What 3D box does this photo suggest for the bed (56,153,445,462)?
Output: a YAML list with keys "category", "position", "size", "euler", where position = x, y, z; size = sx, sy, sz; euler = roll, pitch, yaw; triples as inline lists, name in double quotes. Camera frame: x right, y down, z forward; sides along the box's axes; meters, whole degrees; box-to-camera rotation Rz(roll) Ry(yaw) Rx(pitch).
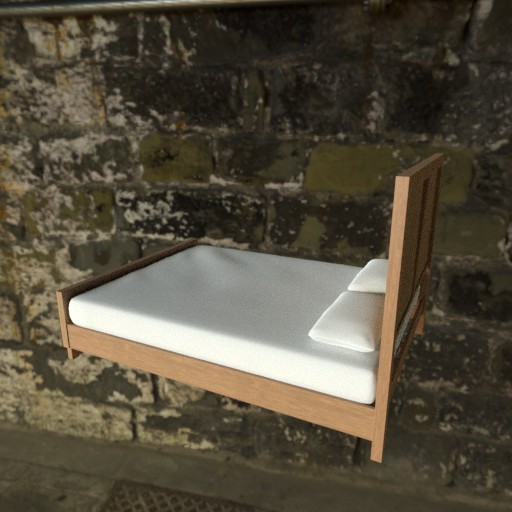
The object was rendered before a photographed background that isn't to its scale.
- category: "bed"
  position: [0.000, 0.000, 3.126]
  size: [2.184, 1.387, 1.606]
  euler: [8, 19, 26]
